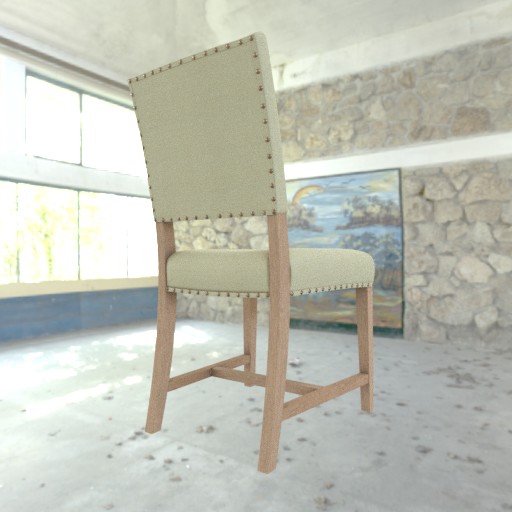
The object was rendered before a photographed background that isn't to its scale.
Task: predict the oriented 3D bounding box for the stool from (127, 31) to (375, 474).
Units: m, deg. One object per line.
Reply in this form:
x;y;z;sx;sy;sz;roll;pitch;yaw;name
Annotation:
0.000;0.000;1.320;0.508;0.986;0.623;0;0;36;stool
